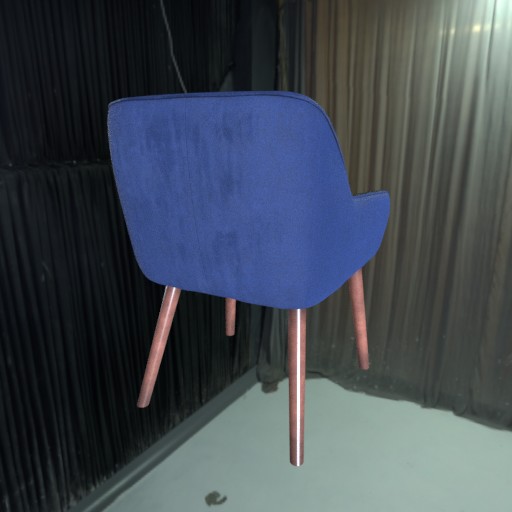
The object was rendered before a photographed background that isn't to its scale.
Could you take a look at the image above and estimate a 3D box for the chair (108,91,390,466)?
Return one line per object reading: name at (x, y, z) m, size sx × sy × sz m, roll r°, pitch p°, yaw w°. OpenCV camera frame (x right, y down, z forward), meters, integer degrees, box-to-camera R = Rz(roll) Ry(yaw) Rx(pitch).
chair at (0.000, 0.000, 1.238) m, size 0.600 × 0.820 × 0.600 m, roll 8°, pitch 18°, yaw 27°
